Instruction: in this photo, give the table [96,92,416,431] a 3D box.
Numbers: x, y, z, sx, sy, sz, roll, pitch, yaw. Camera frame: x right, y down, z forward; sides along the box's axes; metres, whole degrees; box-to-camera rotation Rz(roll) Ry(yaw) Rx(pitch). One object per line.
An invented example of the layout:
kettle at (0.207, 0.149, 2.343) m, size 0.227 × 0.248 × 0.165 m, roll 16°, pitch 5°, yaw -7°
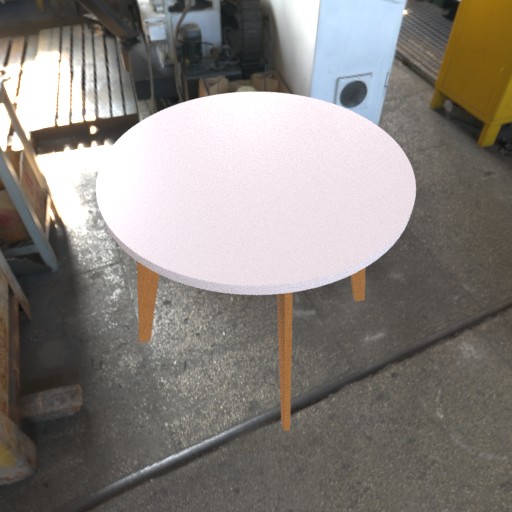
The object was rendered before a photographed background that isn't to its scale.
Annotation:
table at (0.000, 0.000, 1.554) m, size 0.896 × 0.762 × 0.896 m, roll 0°, pitch 47°, yaw 0°
